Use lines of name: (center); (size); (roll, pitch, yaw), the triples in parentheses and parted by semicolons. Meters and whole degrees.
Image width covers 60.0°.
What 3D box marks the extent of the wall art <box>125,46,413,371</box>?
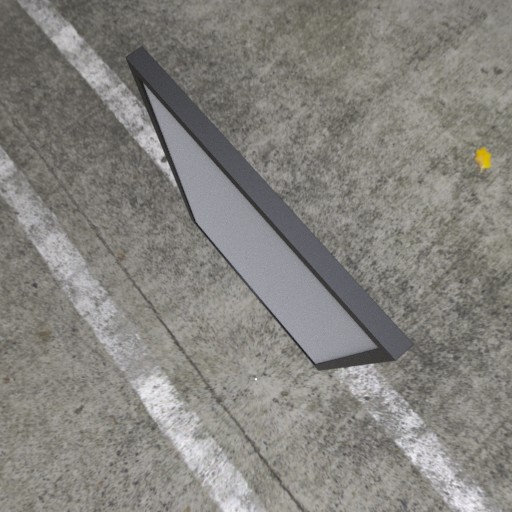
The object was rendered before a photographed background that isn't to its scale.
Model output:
wall art: (0.000, 0.000, 0.534); (0.018, 0.397, 0.325); (-39, 78, -10)
